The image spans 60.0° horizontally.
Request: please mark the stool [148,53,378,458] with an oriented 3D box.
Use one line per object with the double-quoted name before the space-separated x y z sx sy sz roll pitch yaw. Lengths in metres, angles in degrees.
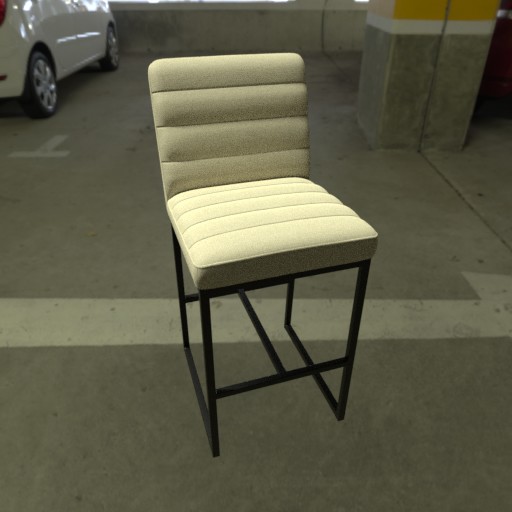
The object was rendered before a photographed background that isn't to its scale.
"stool" 0.000 0.000 1.319 0.460 1.040 0.560 -10 33 -15
